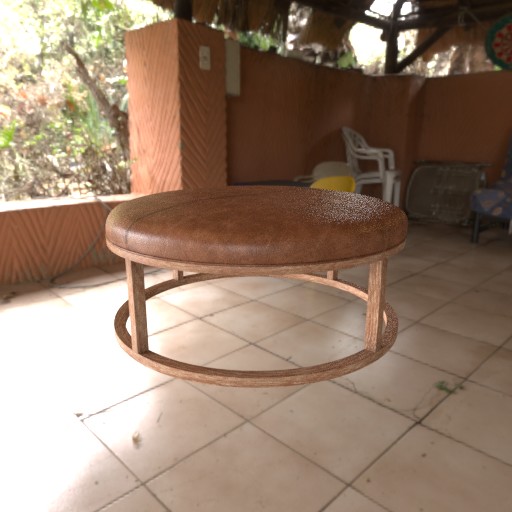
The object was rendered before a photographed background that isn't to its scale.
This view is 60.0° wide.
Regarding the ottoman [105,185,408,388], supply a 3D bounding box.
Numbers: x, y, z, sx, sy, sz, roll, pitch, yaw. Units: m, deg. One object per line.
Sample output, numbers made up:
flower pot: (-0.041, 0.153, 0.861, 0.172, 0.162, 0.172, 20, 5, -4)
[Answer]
ottoman: (0.000, 0.000, 1.574, 1.006, 0.445, 1.006, 0, 15, 0)
